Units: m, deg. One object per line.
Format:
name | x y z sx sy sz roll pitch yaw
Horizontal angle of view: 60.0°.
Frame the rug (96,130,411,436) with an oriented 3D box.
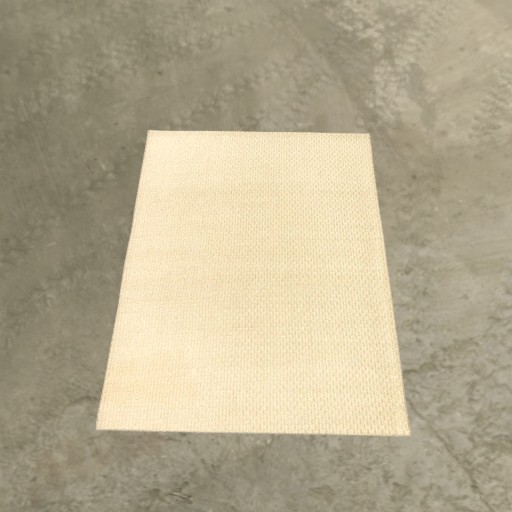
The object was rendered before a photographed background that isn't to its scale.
rug | 0.000 0.000 3.868 2.277 0.035 2.897 1 62 0
